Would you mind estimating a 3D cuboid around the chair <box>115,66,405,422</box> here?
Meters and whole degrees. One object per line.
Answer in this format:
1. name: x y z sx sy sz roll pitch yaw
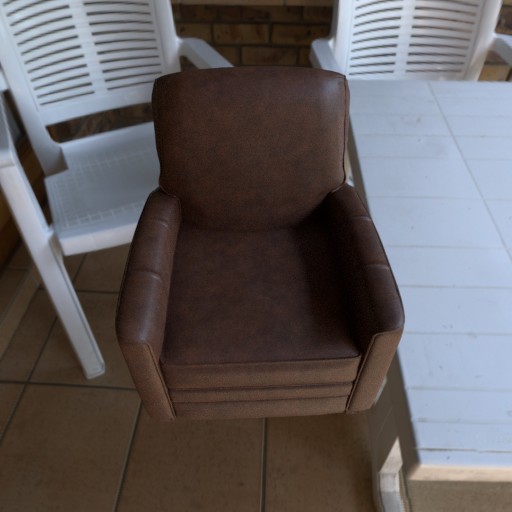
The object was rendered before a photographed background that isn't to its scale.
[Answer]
1. chair: 0.000 0.000 1.558 0.839 1.010 0.850 -2 46 -2
